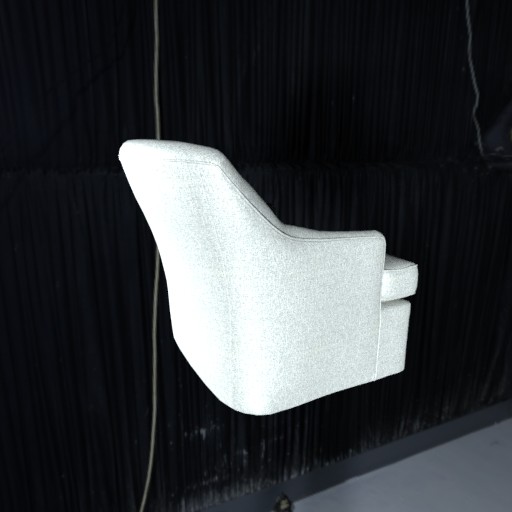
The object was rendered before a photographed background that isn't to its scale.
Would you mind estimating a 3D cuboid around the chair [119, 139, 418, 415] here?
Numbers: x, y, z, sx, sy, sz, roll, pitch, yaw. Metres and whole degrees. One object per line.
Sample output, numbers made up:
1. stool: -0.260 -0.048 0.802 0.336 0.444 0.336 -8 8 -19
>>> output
1. chair: 0.000 0.000 1.680 0.923 0.856 0.864 -7 16 -25
